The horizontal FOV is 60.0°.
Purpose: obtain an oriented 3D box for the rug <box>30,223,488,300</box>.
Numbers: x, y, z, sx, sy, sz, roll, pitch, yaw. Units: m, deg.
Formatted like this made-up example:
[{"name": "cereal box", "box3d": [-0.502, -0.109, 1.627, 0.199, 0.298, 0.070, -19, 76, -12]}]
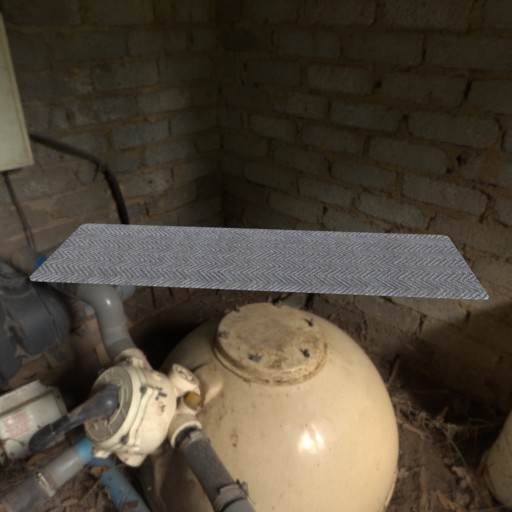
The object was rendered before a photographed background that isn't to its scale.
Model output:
[{"name": "rug", "box3d": [0.000, 0.000, 2.479, 2.286, 0.008, 0.686, 2, 29, 4]}]
